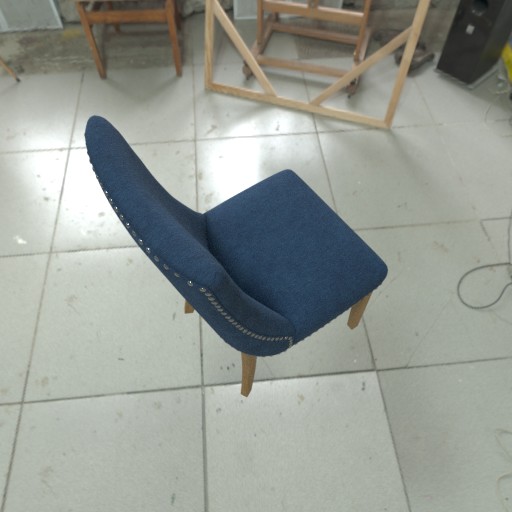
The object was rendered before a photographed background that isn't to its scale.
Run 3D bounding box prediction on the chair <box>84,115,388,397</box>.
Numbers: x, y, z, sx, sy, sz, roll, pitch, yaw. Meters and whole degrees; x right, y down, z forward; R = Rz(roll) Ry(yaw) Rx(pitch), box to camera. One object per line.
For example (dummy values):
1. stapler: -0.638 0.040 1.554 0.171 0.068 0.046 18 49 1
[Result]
1. chair: 0.000 0.000 1.239 0.610 0.902 0.495 -30 62 -18
